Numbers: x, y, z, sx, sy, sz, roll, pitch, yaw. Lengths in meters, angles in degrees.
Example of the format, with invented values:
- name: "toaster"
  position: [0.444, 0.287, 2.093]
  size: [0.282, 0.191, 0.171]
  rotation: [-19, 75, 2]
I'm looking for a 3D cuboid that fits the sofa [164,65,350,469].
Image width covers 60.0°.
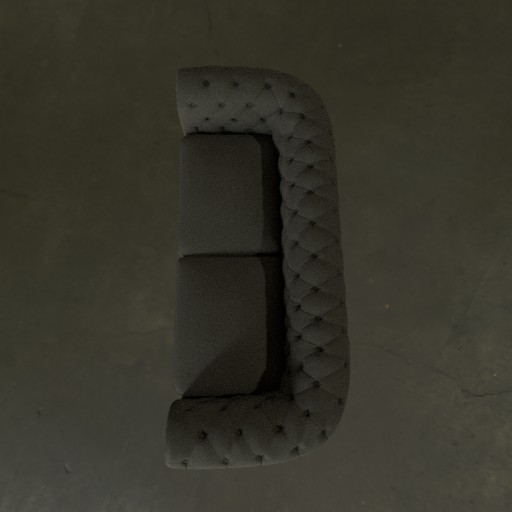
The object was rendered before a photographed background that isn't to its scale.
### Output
- name: "sofa"
  position: [0.000, 0.000, 2.793]
  size: [0.991, 0.762, 2.362]
  rotation: [-1, 75, 0]
